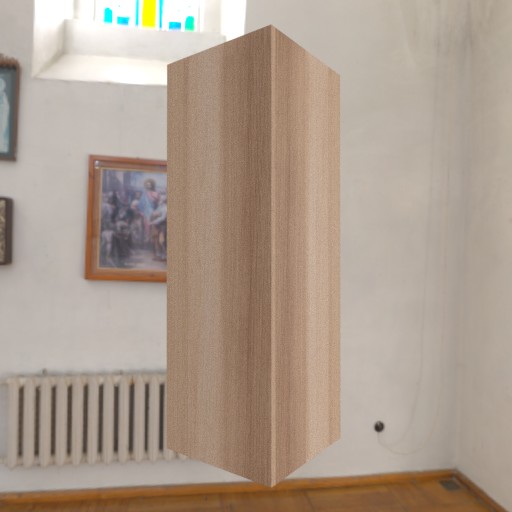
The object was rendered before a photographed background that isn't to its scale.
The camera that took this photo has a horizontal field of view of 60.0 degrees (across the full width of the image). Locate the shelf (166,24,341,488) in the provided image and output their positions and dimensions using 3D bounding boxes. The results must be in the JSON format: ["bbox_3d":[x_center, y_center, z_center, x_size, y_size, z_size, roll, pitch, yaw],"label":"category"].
[{"bbox_3d":[0.000,0.000,1.036,0.290,0.872,0.290,0,0,37],"label":"shelf"}]
